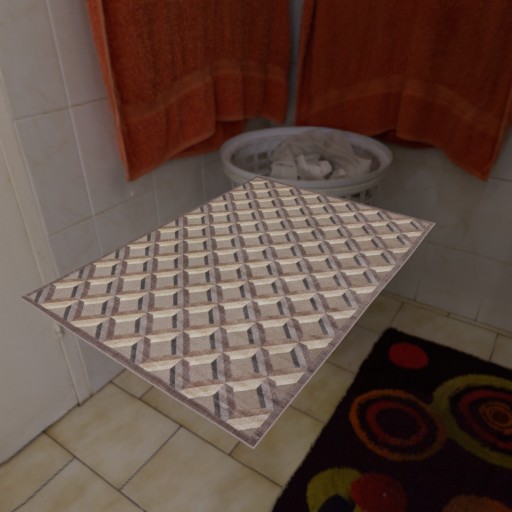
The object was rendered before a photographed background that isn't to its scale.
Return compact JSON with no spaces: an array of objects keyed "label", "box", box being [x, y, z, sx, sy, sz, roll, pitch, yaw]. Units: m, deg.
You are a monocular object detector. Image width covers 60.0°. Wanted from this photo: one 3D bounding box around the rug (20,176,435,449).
[{"label":"rug","box":[0.000,0.000,2.831,1.600,0.013,2.260,21,37,30]}]
